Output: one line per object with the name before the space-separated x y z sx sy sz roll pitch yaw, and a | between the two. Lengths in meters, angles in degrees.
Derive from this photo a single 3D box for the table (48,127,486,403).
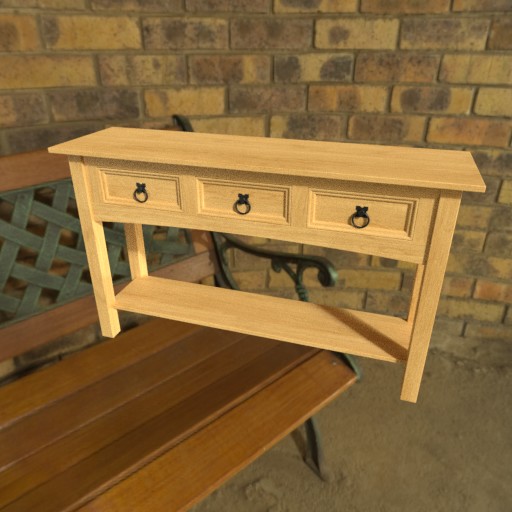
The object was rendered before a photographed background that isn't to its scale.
table | 0.000 0.000 1.517 1.240 0.730 0.350 8 28 16
